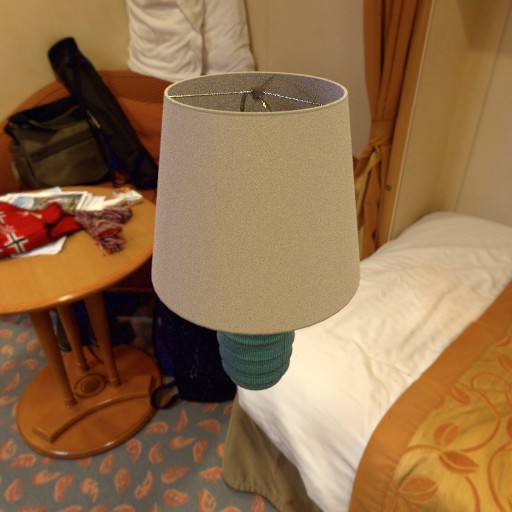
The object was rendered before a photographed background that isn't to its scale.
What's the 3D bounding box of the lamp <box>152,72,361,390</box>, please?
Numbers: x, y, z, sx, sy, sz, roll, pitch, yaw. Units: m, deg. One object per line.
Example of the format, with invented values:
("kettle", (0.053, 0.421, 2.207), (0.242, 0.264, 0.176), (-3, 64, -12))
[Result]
("lamp", (0.000, 0.000, 0.543), (0.254, 0.392, 0.254), (0, 33, 0))
